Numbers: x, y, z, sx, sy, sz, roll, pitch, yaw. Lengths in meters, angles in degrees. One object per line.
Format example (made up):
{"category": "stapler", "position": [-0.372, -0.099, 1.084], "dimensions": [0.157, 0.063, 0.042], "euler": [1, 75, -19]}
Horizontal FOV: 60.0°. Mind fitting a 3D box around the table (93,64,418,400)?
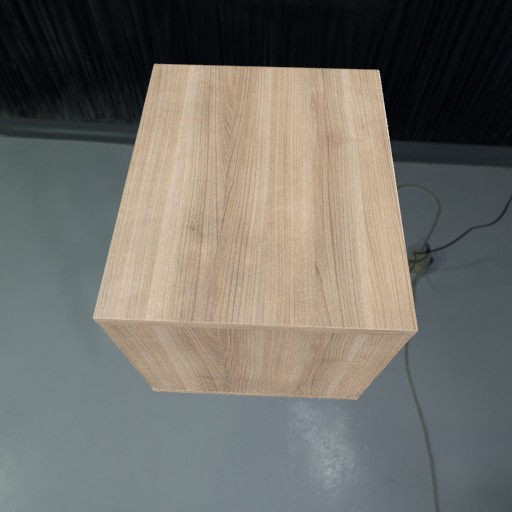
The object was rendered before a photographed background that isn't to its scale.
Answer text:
{"category": "table", "position": [0.000, 0.000, 0.808], "dimensions": [0.380, 0.460, 0.445], "euler": [2, 60, 1]}
